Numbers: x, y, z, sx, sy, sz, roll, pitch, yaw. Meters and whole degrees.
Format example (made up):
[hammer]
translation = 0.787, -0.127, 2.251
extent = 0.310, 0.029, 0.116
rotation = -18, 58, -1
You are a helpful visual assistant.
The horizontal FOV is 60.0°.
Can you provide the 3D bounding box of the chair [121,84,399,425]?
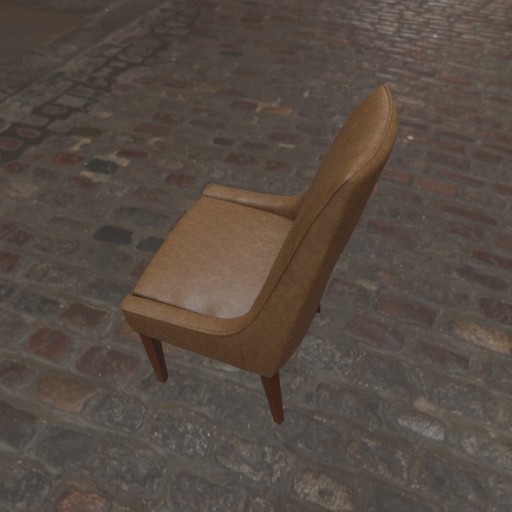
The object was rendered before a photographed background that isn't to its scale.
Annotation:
[chair]
translation = 0.000, 0.000, 1.166
extent = 0.544, 0.861, 0.529
rotation = 15, 48, 14
